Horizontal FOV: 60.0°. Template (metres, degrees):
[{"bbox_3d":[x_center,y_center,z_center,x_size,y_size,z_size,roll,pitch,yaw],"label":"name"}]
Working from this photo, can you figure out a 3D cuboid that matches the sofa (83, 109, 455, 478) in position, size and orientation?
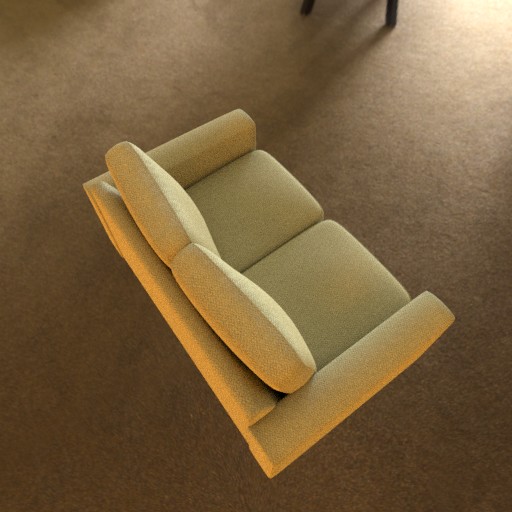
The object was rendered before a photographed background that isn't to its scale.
[{"bbox_3d":[0.000,0.000,2.165,1.016,0.873,1.616,-32,64,-18],"label":"sofa"}]
